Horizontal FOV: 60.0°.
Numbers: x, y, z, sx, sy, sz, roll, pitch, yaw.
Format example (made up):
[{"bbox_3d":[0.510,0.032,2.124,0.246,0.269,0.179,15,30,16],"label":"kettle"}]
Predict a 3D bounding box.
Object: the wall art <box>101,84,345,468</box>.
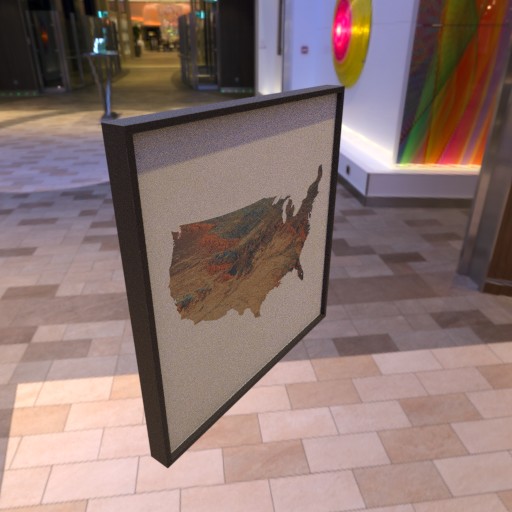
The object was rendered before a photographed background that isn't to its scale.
[{"bbox_3d":[0.000,0.000,0.754,0.038,0.507,0.507,18,31,32],"label":"wall art"}]
